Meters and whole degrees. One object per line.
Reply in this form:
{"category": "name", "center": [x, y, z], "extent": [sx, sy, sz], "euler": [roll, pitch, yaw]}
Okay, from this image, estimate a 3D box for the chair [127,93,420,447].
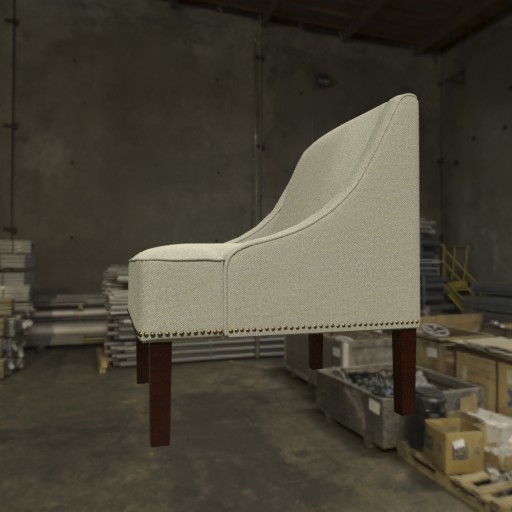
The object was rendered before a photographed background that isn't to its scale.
{"category": "chair", "center": [0.000, 0.000, 1.370], "extent": [0.748, 0.872, 0.628], "euler": [0, -1, -18]}
